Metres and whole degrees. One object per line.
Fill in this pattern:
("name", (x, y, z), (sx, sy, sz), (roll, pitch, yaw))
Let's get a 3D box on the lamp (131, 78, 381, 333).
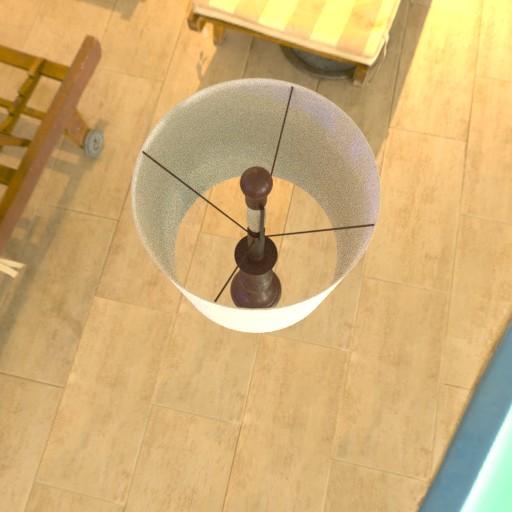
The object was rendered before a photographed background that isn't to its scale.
("lamp", (0.000, 0.000, 0.711), (0.250, 0.597, 0.250), (18, 76, 5))
